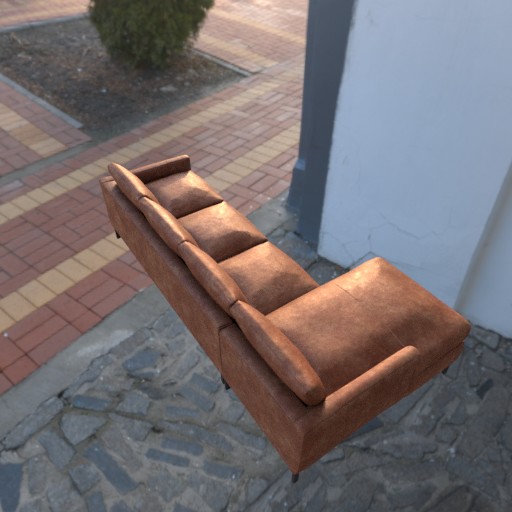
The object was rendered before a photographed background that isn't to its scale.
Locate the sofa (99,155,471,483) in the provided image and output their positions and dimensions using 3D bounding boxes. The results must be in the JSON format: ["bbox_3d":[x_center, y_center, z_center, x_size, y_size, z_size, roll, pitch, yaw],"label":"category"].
[{"bbox_3d":[0.000,0.000,3.577,1.471,0.859,2.993,-24,46,-25],"label":"sofa"}]
